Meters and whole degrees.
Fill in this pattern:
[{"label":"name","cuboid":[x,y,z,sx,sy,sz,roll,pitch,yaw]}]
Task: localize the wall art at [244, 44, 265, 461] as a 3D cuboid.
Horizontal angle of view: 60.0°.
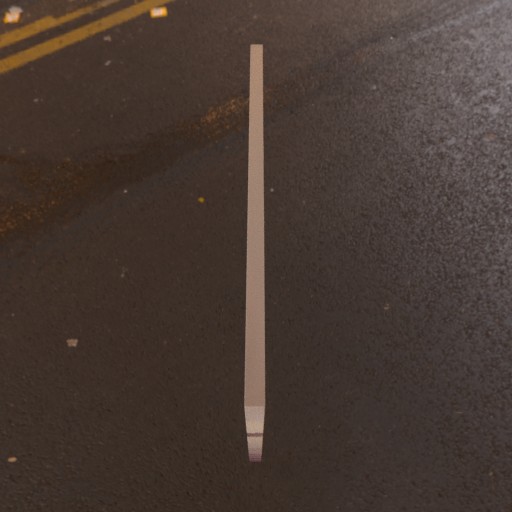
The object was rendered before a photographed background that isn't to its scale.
[{"label":"wall art","cuboid":[0.000,0.000,0.785,0.021,0.410,0.615,0,58,0]}]
